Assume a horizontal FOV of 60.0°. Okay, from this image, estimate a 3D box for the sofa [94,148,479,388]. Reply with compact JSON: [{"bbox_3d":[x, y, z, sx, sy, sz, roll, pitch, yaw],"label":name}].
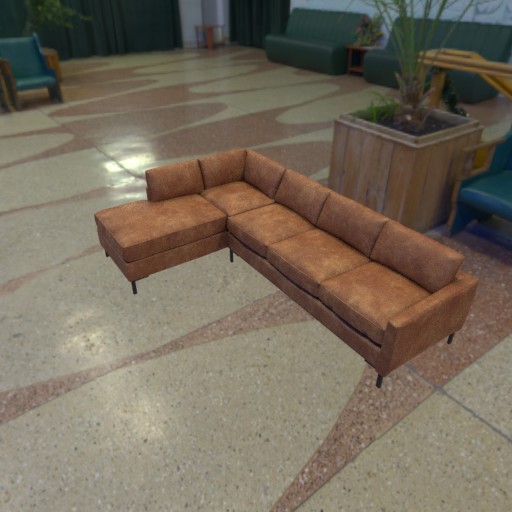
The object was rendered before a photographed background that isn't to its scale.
[{"bbox_3d":[0.000,0.000,3.907,1.938,0.877,2.984,-20,38,-29],"label":"sofa"}]
